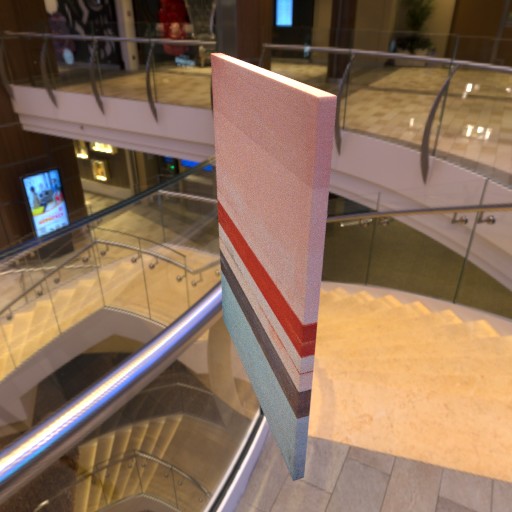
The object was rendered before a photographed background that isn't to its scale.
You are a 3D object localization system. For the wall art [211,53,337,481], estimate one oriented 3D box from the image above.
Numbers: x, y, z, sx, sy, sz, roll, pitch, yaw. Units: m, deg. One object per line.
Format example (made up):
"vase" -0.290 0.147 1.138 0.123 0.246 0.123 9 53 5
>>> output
"wall art" 0.000 0.000 1.294 0.039 1.016 0.761 -9 31 -16
